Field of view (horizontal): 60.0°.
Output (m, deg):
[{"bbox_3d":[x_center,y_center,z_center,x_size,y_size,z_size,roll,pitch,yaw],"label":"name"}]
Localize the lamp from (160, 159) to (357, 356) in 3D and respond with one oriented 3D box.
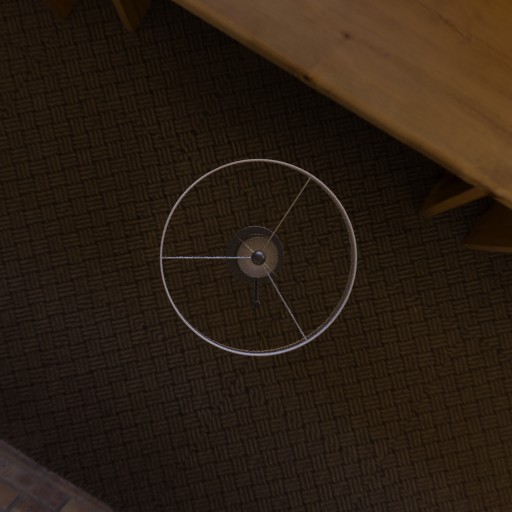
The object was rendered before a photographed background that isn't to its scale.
[{"bbox_3d":[0.000,0.000,0.923,0.363,0.696,0.363,0,90,-1],"label":"lamp"}]
